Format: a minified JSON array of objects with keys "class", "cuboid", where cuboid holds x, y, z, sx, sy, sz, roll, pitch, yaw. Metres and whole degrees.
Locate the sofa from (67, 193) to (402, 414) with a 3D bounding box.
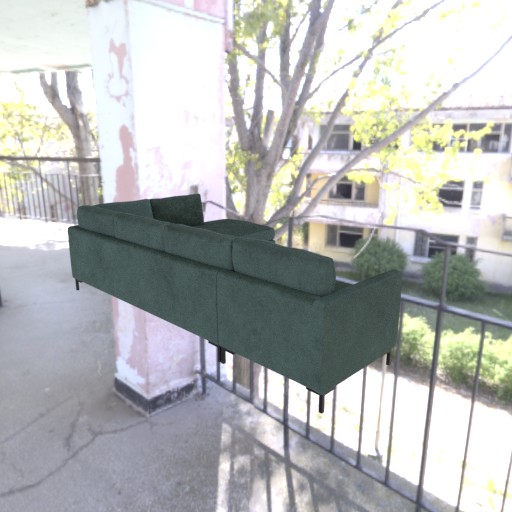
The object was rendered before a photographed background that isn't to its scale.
[{"class":"sofa","cuboid":[0.000,0.000,3.233,2.486,0.687,1.707,14,20,42]}]
